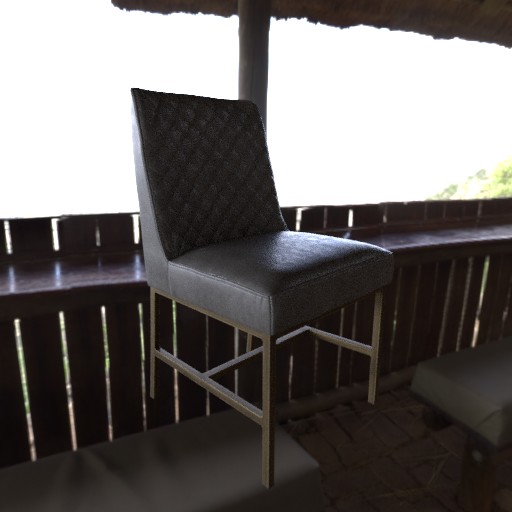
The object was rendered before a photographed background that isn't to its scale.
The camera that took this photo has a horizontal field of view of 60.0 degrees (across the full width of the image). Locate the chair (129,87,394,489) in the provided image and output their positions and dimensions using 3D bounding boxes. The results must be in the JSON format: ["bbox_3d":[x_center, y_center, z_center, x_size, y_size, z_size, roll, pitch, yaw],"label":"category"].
[{"bbox_3d":[0.000,0.000,1.226,0.587,0.889,0.508,13,19,42],"label":"chair"}]
